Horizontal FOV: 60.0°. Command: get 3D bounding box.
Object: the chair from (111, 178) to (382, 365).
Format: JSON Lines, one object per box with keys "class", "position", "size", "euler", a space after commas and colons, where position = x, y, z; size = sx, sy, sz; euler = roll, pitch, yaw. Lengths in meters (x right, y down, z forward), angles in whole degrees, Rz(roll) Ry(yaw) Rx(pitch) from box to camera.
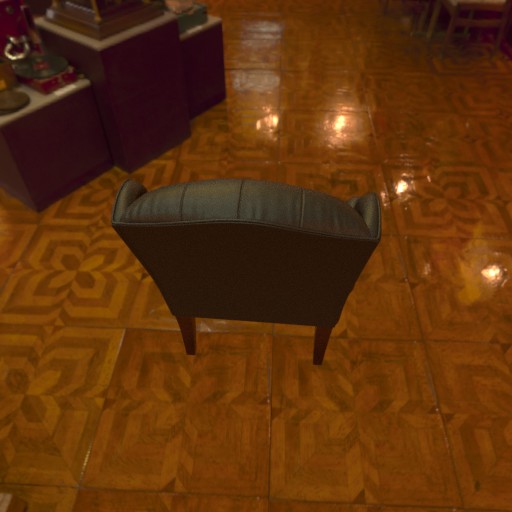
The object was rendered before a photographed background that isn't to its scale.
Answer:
{"class": "chair", "position": [0.000, 0.000, 1.687], "size": [0.838, 1.111, 0.762], "euler": [4, 47, 3]}
